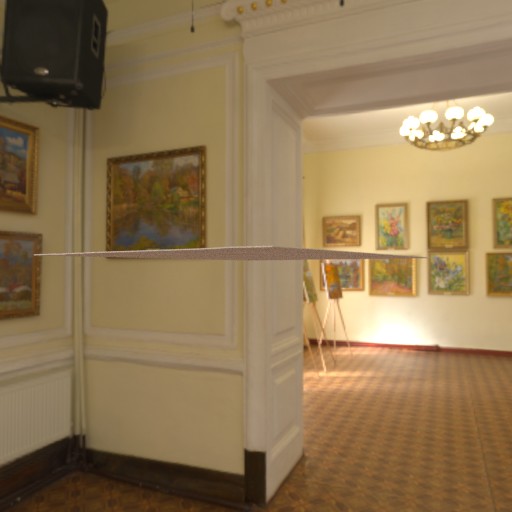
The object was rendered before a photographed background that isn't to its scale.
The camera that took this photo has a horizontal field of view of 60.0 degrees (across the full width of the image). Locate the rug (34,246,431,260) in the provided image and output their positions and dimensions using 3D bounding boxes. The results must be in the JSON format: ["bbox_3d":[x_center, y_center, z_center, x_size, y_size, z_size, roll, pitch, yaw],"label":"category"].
[{"bbox_3d":[0.000,0.000,4.264,2.448,0.021,3.051,-1,-2,36],"label":"rug"}]
